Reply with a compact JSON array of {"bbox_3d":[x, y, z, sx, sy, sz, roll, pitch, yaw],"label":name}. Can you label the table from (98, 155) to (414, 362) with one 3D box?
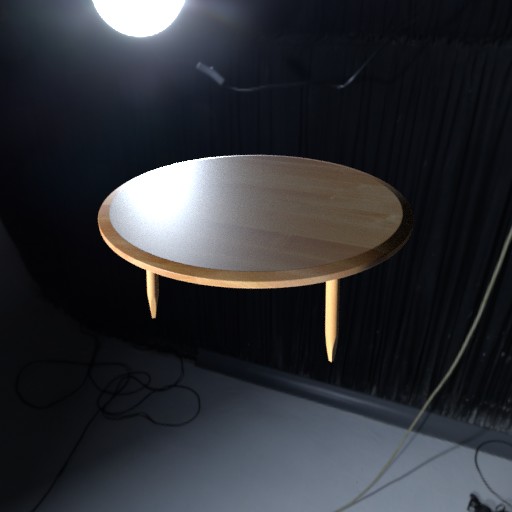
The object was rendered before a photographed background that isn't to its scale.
[{"bbox_3d":[0.000,0.000,1.418,0.900,0.400,0.900,0,30,0],"label":"table"}]
